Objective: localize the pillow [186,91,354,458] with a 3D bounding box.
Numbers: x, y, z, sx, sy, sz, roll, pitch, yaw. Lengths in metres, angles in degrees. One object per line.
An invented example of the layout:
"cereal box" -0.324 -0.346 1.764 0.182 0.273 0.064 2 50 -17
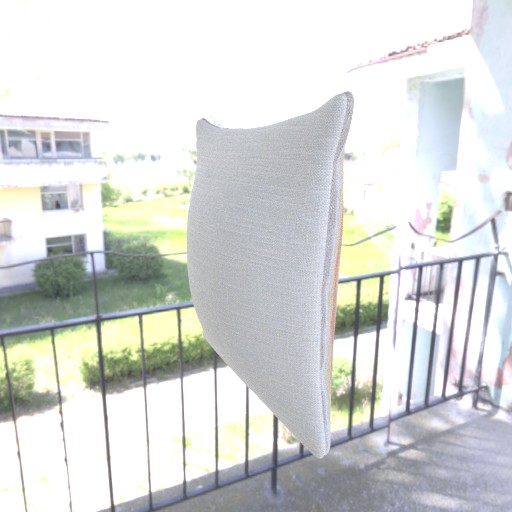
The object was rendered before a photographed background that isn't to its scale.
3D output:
"pillow" 0.000 0.000 0.703 0.191 0.449 0.451 -7 15 -26
